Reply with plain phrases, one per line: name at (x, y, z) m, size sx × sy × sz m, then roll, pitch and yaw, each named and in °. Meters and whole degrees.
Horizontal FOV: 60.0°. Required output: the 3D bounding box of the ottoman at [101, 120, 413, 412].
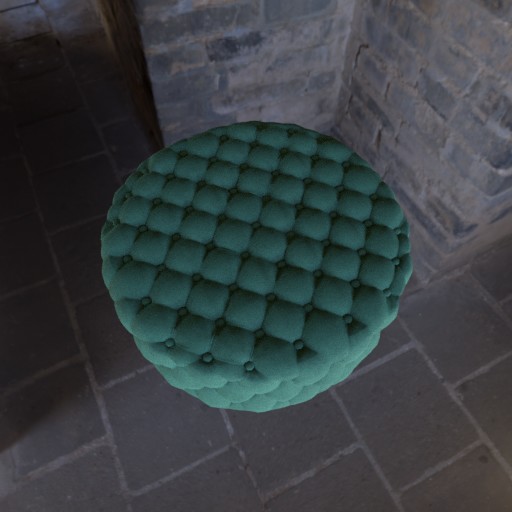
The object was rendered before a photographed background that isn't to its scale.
ottoman at (0.000, 0.000, 1.547) m, size 0.998 × 0.399 × 0.998 m, roll 0°, pitch 58°, yaw 0°
